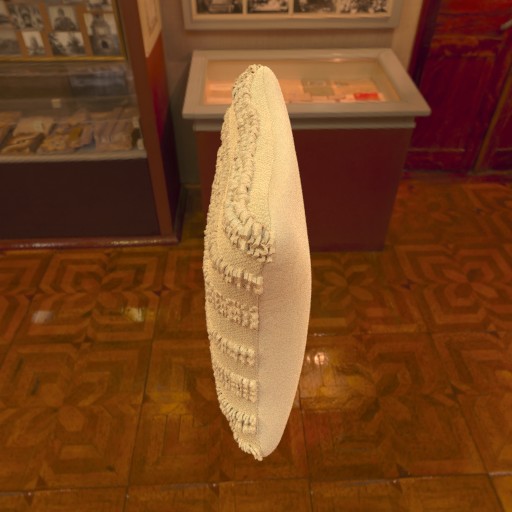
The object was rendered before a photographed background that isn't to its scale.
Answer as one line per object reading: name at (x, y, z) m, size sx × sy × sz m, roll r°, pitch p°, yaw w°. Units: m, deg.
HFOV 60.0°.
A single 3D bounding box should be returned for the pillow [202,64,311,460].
pillow at (0.000, 0.000, 0.658) m, size 0.145 × 0.427 × 0.437 m, roll 0°, pitch 41°, yaw 0°
